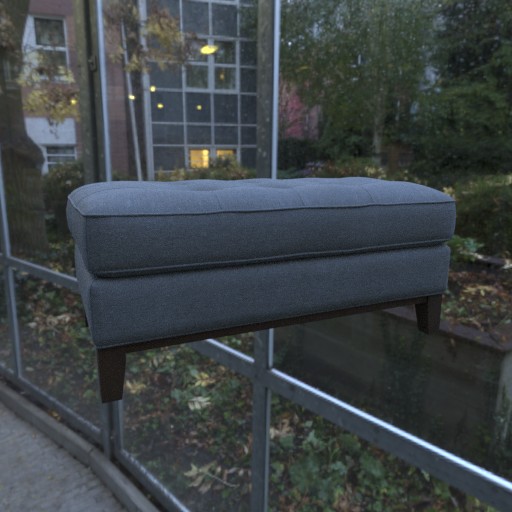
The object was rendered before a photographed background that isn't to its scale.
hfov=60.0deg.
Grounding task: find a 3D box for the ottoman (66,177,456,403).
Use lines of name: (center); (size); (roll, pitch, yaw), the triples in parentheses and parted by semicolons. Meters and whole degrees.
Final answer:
ottoman: (0.000, 0.000, 1.496); (1.143, 0.514, 0.648); (-5, 13, -24)
